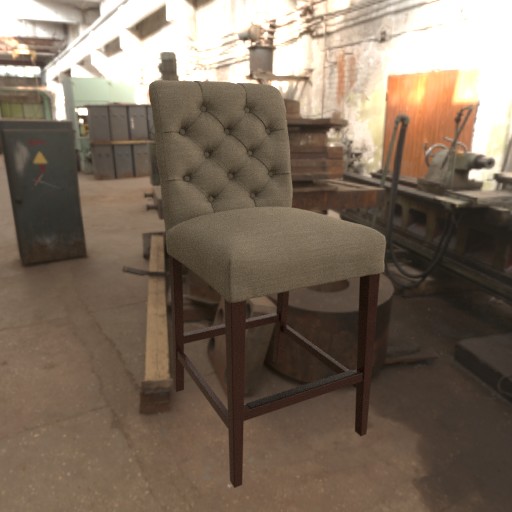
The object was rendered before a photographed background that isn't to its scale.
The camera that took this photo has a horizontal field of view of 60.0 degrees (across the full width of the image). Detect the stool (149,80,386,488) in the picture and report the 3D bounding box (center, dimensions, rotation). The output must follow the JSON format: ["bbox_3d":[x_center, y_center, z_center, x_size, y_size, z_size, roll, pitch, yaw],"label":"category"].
[{"bbox_3d":[0.000,0.000,1.416,0.486,1.084,0.660,-9,19,-27],"label":"stool"}]
